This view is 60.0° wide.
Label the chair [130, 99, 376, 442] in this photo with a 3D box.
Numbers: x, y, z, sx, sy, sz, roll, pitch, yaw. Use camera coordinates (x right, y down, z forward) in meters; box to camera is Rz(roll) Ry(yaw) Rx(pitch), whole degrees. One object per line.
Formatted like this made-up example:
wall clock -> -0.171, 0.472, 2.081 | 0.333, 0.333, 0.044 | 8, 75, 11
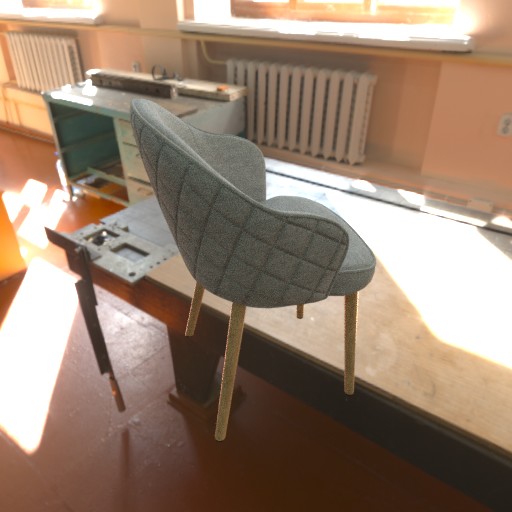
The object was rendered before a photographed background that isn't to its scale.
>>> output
chair -> 0.000, 0.000, 1.155 | 0.530, 0.800, 0.540 | -10, 33, -16
